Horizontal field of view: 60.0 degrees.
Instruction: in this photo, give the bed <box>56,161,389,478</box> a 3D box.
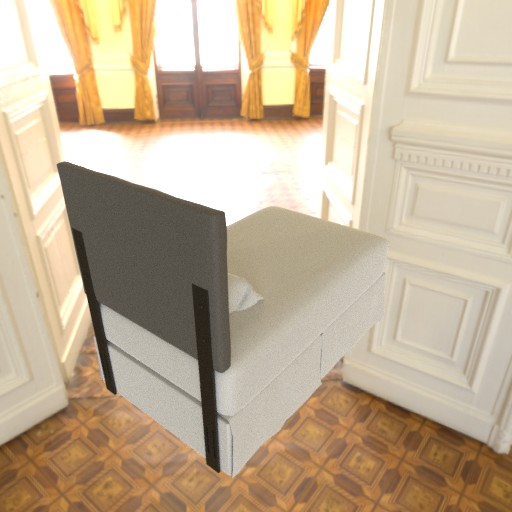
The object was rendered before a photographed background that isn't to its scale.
[{"bbox_3d":[0.000,0.000,3.058,1.261,1.571,1.997,21,35,33],"label":"bed"}]
